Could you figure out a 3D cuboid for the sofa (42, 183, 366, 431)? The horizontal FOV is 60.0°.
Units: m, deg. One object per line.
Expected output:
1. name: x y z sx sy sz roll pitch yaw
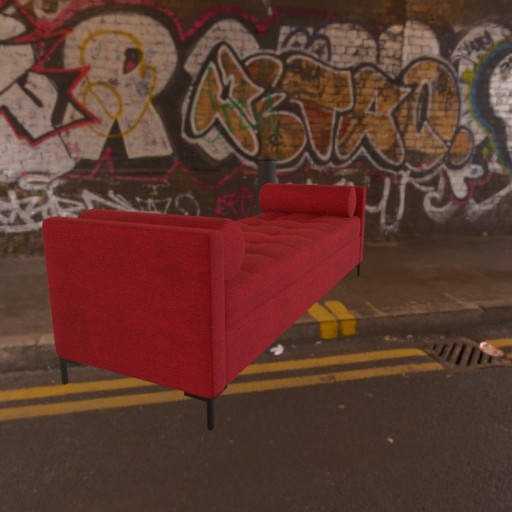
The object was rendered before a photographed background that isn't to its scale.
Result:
1. sofa: 0.000 0.000 2.302 0.686 0.635 1.981 6 15 25
